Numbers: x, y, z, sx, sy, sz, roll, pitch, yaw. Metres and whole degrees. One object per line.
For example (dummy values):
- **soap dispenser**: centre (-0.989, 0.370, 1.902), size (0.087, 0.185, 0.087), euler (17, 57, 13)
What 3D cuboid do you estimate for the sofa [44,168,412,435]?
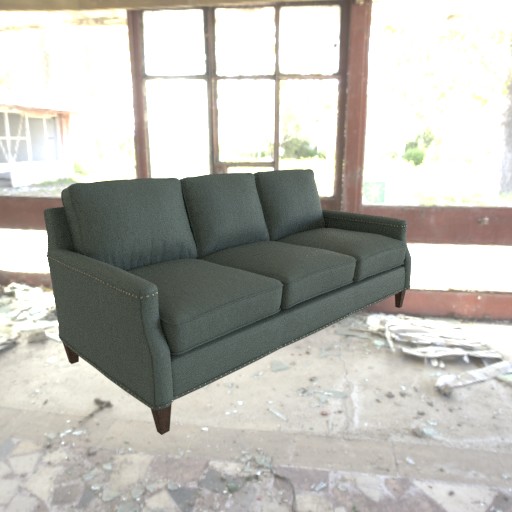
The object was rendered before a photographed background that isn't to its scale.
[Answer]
- **sofa**: centre (0.000, 0.000, 2.822), size (1.084, 1.003, 2.246), euler (14, 20, 43)
